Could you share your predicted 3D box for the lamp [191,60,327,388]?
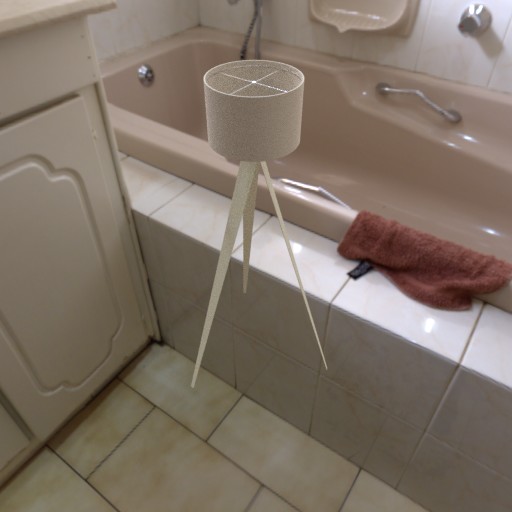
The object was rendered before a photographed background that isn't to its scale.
[{"bbox_3d":[0.000,0.000,1.982,0.724,1.524,0.716,27,48,27],"label":"lamp"}]
